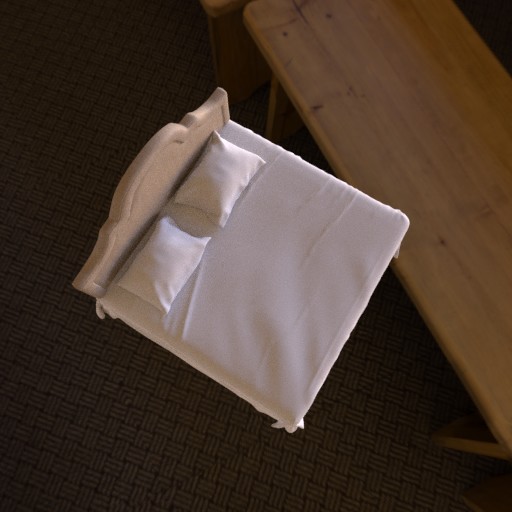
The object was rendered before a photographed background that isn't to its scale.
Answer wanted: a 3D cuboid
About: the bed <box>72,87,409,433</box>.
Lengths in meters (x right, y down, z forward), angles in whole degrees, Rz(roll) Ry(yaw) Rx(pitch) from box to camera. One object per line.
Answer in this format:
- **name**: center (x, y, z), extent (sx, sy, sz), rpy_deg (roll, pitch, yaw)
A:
- **bed**: center (0.000, 0.000, 3.721), extent (2.222, 1.631, 2.303), rpy_deg (31, 77, 8)
